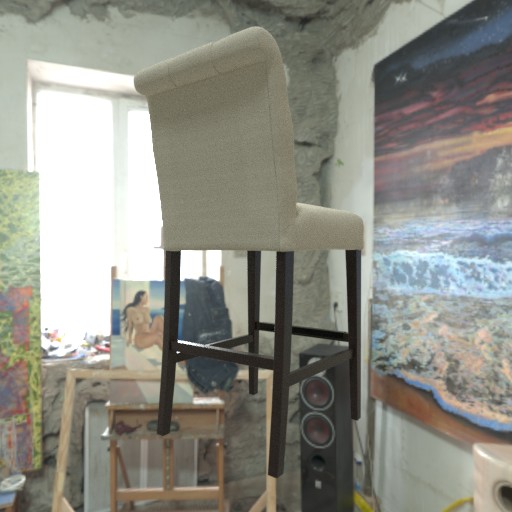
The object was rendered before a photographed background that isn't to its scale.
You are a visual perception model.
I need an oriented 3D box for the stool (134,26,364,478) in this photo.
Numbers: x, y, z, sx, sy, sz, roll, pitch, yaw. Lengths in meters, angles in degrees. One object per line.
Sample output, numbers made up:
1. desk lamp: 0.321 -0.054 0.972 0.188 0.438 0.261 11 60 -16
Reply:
1. stool: 0.000 0.000 1.413 0.482 1.118 0.610 1 1 37
